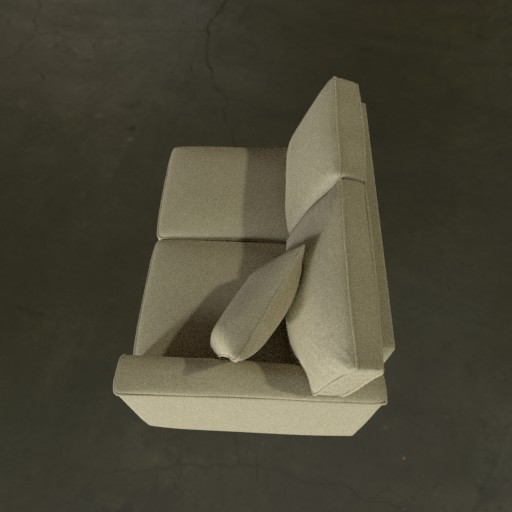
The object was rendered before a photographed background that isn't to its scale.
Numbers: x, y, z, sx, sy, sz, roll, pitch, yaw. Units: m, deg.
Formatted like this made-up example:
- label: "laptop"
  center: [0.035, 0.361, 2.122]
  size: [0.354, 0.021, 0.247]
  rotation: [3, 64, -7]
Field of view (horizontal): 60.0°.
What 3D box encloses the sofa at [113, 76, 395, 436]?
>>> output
- label: "sofa"
  center: [0.000, 0.000, 2.042]
  size: [0.991, 0.989, 1.388]
  rotation: [2, 58, 1]
